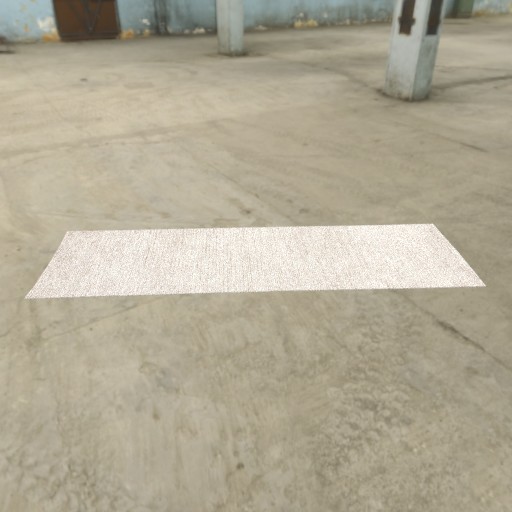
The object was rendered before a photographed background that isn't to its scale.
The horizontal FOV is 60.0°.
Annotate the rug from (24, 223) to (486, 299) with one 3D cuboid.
[{"bbox_3d":[0.000,0.000,2.531,2.346,0.013,0.712,-1,31,-2],"label":"rug"}]
